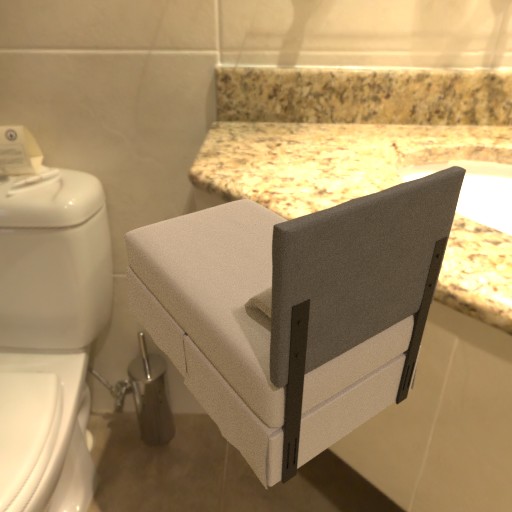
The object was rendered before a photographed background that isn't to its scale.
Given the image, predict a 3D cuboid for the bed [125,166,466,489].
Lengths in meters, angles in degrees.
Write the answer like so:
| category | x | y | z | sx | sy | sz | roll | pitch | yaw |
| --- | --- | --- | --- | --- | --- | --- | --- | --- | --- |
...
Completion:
| category | x | y | z | sx | sy | sz | roll | pitch | yaw |
| --- | --- | --- | --- | --- | --- | --- | --- | --- | --- |
| bed | 0.000 | 0.000 | 2.956 | 1.261 | 1.571 | 1.997 | -20 | 36 | -30 |
